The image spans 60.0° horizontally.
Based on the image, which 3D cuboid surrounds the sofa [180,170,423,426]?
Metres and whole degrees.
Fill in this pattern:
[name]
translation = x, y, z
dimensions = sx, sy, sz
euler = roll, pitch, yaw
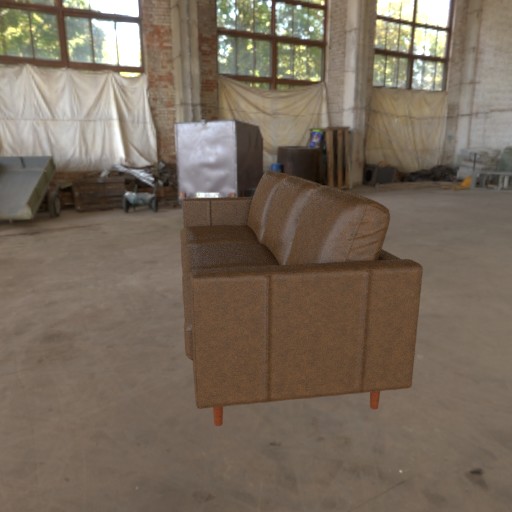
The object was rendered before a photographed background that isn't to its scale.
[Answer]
[sofa]
translation = 0.000, 0.000, 2.715
dimensions = 0.903, 0.930, 2.231
euler = -2, 15, -10
